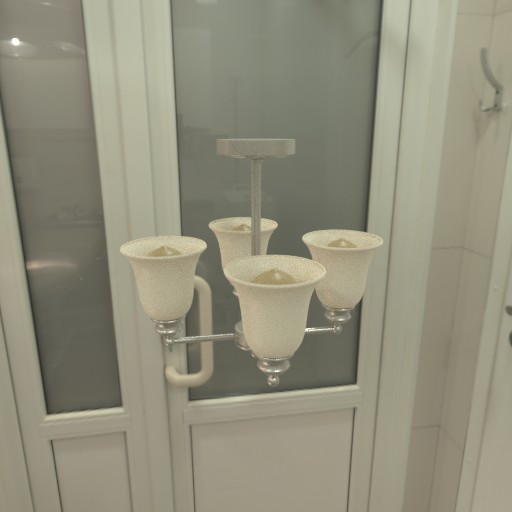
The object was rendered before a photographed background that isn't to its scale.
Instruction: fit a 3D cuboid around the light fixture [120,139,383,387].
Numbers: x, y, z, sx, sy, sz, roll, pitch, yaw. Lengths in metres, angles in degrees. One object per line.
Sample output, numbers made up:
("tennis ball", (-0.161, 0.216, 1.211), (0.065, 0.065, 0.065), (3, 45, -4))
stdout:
("light fixture", (0.000, 0.000, 0.728), (0.427, 0.370, 0.427), (-3, 16, -9))
